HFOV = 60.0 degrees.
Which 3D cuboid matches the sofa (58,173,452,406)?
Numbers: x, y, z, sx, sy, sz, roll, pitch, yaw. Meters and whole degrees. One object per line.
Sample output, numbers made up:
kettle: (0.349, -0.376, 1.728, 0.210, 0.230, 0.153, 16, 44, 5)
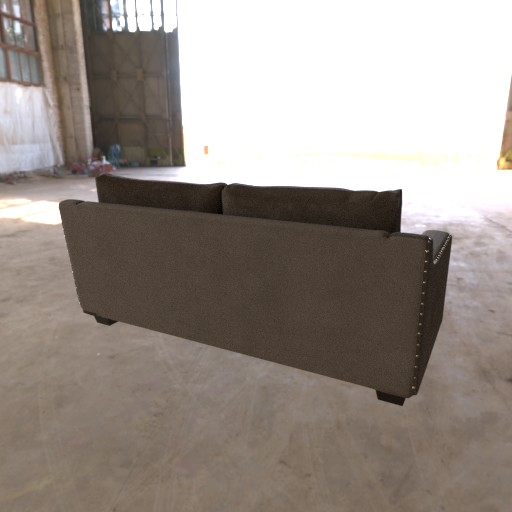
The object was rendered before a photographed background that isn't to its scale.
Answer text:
sofa: (0.000, 0.000, 3.288, 2.550, 1.196, 1.336, 8, 18, 27)
